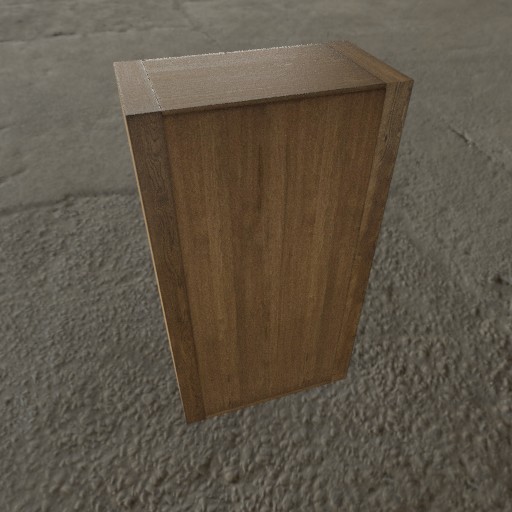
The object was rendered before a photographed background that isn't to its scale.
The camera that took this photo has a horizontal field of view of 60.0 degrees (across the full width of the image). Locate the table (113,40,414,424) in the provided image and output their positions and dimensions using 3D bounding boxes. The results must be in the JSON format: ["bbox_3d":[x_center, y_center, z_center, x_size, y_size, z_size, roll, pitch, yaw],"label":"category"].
[{"bbox_3d":[0.000,0.000,2.461,1.100,2.000,0.600,-12,42,-13],"label":"table"}]
